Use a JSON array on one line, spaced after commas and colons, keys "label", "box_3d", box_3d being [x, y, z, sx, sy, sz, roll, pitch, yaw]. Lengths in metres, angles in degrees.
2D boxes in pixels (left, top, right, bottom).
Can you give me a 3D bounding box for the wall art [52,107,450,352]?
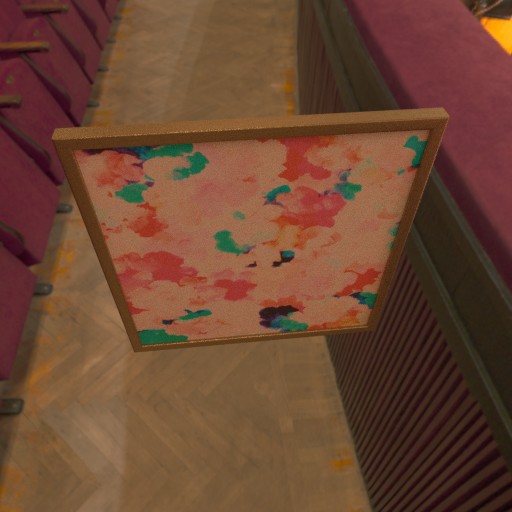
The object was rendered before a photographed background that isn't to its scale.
[{"label": "wall art", "box_3d": [0.000, 0.000, 1.142, 0.767, 0.765, 0.036, -4, 47, -4]}]
